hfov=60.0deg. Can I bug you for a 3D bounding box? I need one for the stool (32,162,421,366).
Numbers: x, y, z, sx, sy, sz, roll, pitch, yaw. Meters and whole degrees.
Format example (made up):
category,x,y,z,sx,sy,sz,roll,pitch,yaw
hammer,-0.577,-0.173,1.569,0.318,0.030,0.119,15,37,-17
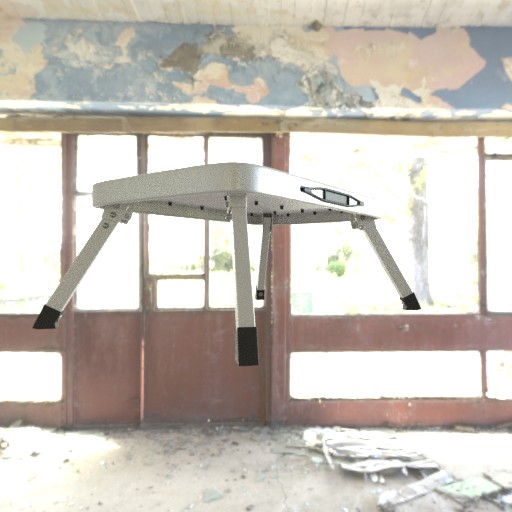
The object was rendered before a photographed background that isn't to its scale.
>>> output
category,x,y,z,sx,sy,sz,roll,pitch,yaw
stool,0.000,0.000,0.606,0.320,0.170,0.460,0,0,36
